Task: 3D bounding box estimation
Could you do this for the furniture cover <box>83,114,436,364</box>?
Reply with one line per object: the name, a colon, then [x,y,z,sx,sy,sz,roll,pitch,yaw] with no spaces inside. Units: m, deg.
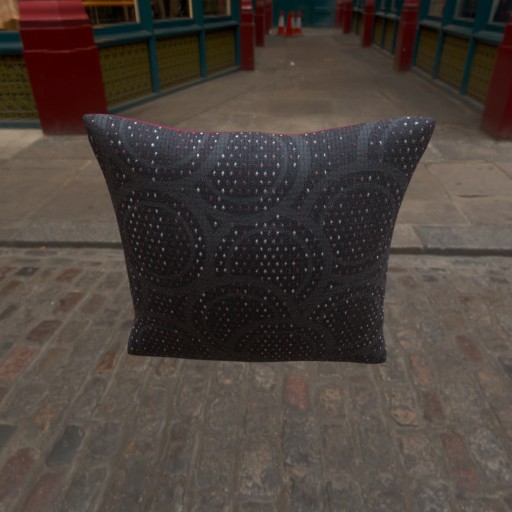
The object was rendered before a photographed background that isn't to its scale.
furniture cover: [0.000,0.000,0.817,0.552,0.509,0.193,1,31,2]
